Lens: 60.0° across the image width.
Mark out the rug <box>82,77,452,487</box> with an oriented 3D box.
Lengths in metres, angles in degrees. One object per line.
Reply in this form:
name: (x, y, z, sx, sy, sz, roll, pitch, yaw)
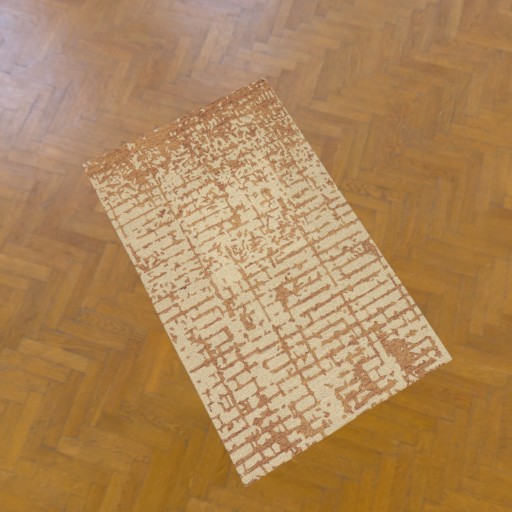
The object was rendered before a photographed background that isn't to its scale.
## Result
rug: (0.000, 0.000, 3.023, 1.517, 0.011, 2.435, -29, 76, -8)
